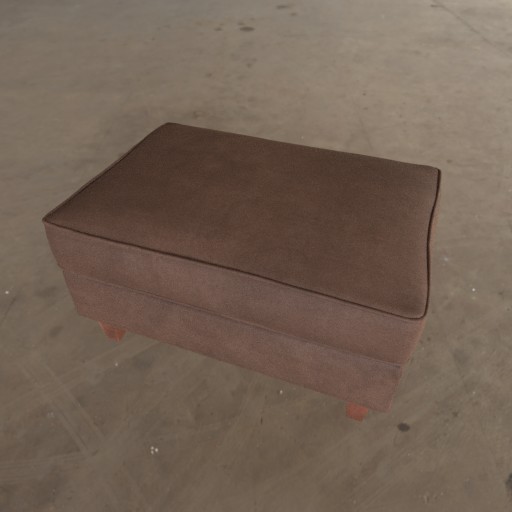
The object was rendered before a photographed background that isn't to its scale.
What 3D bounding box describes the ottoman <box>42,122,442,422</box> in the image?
[{"bbox_3d":[0.000,0.000,1.205,0.860,0.481,0.596,14,43,15],"label":"ottoman"}]
